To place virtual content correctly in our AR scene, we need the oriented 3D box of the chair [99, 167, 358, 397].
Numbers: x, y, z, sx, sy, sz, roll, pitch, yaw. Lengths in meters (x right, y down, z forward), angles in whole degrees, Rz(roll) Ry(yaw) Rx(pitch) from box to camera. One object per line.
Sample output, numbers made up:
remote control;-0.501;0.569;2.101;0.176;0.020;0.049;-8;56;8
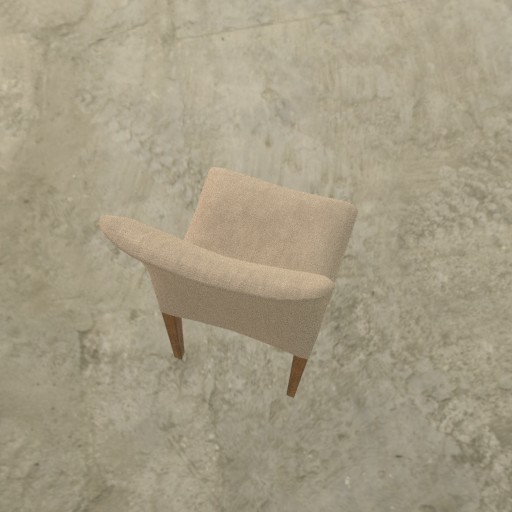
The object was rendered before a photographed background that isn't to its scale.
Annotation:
chair;0.000;0.000;1.265;0.496;0.940;0.585;17;65;8
